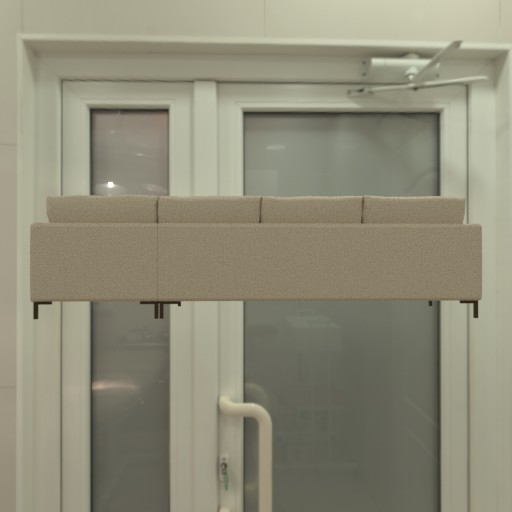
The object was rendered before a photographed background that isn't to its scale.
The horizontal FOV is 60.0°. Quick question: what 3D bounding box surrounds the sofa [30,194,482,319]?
[{"bbox_3d":[0.000,0.000,3.233,2.731,0.755,1.258,0,0,-1],"label":"sofa"}]
